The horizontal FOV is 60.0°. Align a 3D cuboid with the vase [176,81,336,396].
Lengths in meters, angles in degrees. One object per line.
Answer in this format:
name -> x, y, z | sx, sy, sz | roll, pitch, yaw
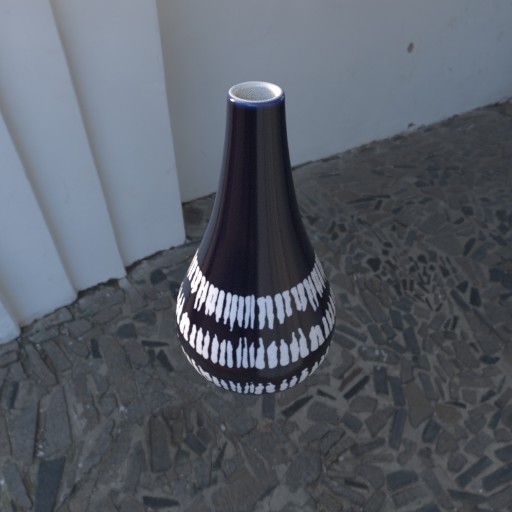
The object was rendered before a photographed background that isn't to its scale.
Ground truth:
vase -> 0.000, 0.000, 0.394 | 0.159, 0.295, 0.159 | 0, 41, 0
